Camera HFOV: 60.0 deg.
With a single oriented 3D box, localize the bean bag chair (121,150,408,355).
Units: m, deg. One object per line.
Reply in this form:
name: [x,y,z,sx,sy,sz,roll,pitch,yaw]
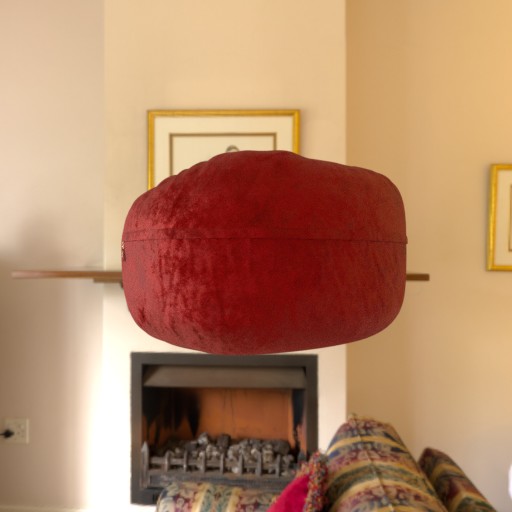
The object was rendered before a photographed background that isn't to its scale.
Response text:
bean bag chair: [0.000,0.000,2.449,1.524,0.878,1.524,0,0,-36]
